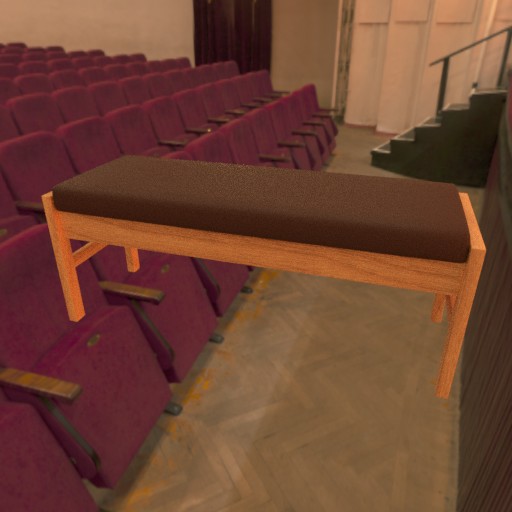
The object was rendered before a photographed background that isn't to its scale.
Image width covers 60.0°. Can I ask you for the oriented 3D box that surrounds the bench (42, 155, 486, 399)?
[{"bbox_3d":[0.000,0.000,1.408,1.200,0.480,0.405,8,28,16],"label":"bench"}]
